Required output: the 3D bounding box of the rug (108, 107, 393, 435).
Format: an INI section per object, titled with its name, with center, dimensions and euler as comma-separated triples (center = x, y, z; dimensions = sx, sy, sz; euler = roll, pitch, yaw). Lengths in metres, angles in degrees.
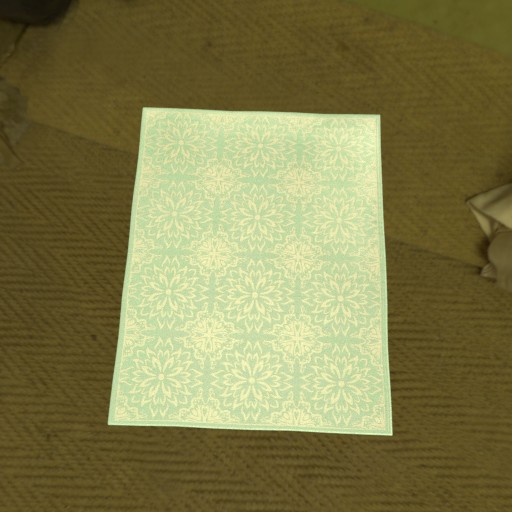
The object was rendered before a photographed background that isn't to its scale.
[rug]
center = 0.000, 0.000, 4.043
dimensions = 2.363, 0.012, 2.980
euler = 2, 76, 1
